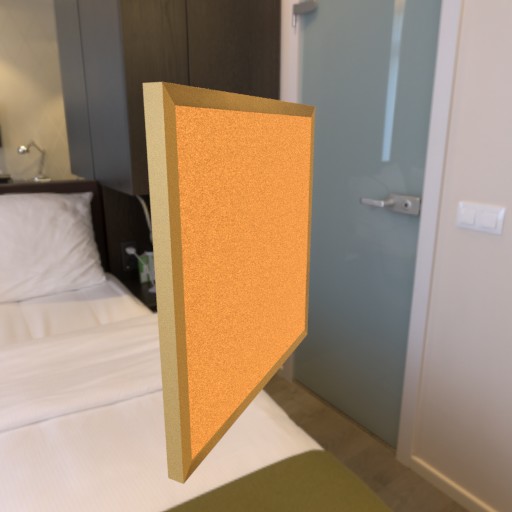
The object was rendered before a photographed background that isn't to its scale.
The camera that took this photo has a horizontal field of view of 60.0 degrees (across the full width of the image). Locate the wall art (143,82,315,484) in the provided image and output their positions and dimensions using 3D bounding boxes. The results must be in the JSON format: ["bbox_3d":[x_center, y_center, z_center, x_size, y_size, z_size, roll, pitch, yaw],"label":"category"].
[{"bbox_3d":[0.000,0.000,1.134,0.038,0.762,0.762,7,17,24],"label":"wall art"}]
